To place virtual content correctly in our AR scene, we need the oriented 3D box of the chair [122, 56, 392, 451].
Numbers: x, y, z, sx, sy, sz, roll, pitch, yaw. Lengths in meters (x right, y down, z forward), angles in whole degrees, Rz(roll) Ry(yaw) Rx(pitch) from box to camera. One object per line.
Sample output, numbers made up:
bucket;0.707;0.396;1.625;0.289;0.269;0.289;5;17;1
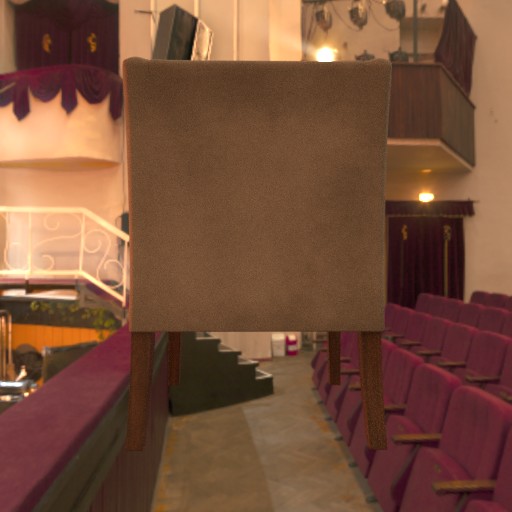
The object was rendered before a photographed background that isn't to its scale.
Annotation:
chair;0.000;0.000;1.292;0.629;0.895;0.629;0;-1;-1
